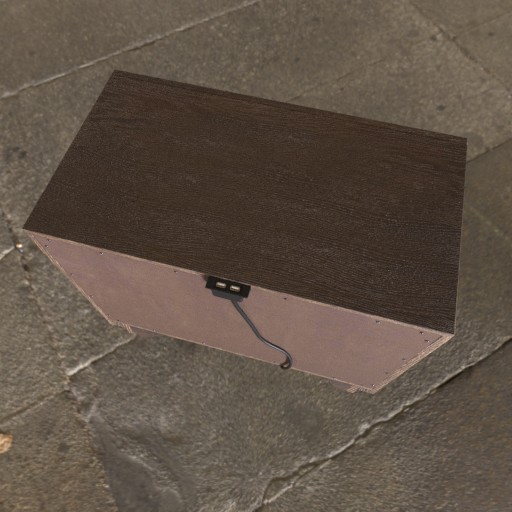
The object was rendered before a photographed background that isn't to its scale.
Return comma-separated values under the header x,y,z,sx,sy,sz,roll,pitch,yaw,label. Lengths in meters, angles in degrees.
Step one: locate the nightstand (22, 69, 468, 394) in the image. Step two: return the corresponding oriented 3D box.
x,y,z,sx,sy,sz,roll,pitch,yaw,label
0.000,0.000,1.123,0.775,0.612,0.457,13,64,7,nightstand
